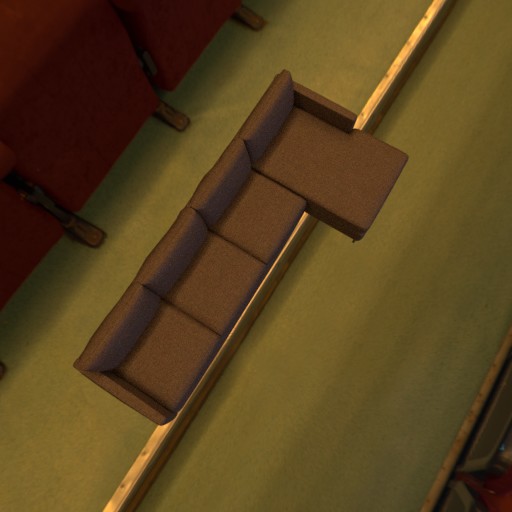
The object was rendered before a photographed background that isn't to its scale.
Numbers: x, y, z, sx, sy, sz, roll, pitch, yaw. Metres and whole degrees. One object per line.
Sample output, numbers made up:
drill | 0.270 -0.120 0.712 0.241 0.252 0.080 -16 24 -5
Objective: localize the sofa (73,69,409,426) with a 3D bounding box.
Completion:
sofa | 0.000 0.000 3.943 1.483 0.892 3.221 31 78 8
